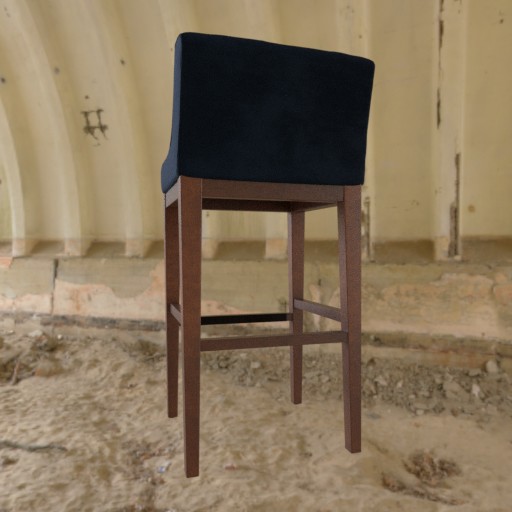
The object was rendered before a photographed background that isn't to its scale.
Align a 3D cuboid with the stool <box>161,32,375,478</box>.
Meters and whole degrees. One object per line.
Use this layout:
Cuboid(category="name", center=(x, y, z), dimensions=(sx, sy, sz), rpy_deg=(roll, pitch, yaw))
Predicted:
Cuboid(category="stool", center=(0.000, 0.000, 1.287), dimensions=(0.511, 1.037, 0.500), rpy_deg=(0, 0, -17))
